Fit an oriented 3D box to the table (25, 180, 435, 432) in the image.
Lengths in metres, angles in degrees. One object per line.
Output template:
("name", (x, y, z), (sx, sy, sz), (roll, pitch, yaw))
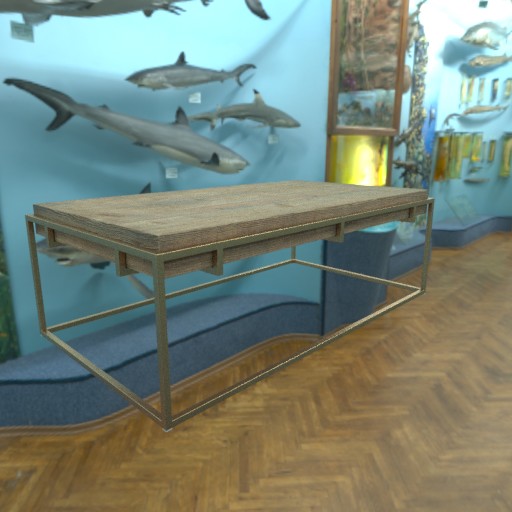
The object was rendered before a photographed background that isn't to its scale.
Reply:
("table", (0.000, 0.000, 1.724), (0.775, 0.468, 1.387), (14, 20, 43))
